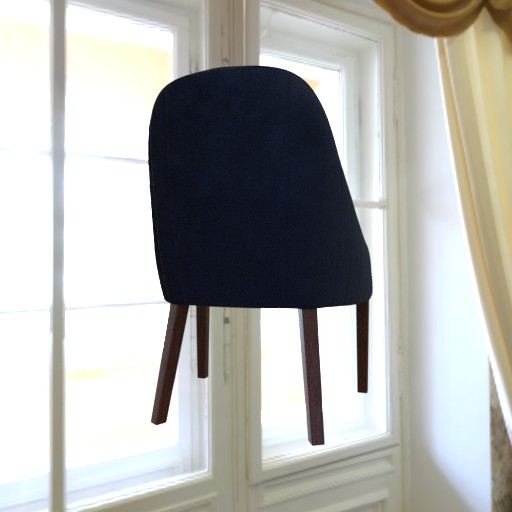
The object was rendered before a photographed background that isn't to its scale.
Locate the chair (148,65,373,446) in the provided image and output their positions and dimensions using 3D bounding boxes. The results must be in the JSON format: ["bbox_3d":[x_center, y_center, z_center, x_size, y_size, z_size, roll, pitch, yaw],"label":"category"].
[{"bbox_3d":[0.000,0.000,1.300,0.643,0.889,0.575,0,0,18],"label":"chair"}]
